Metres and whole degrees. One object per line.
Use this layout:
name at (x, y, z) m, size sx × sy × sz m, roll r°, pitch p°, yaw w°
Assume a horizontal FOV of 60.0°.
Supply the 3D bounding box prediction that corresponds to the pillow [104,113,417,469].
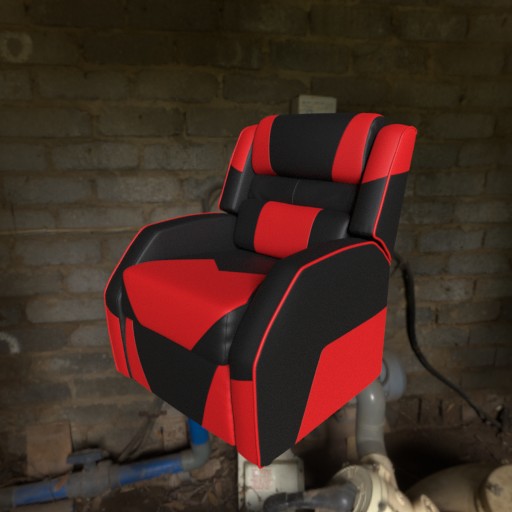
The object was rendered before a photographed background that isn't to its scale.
pillow at (0.000, 0.000, 1.294) m, size 0.620 × 0.805 × 0.672 m, roll 15°, pitch 22°, yaw 41°
